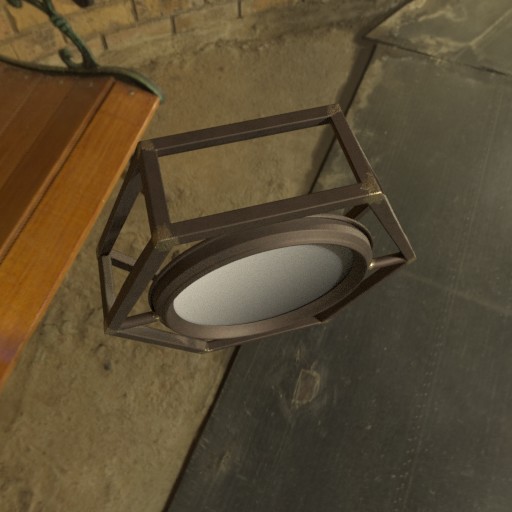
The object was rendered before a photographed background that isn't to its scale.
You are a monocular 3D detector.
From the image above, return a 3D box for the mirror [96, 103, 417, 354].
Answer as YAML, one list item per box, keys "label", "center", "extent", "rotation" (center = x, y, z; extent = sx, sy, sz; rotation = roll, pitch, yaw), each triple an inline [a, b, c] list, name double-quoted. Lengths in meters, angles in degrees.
- label: "mirror"
  center: [0.000, 0.000, 0.546]
  extent: [0.380, 0.334, 0.119]
  rotation: [-13, 63, -7]
